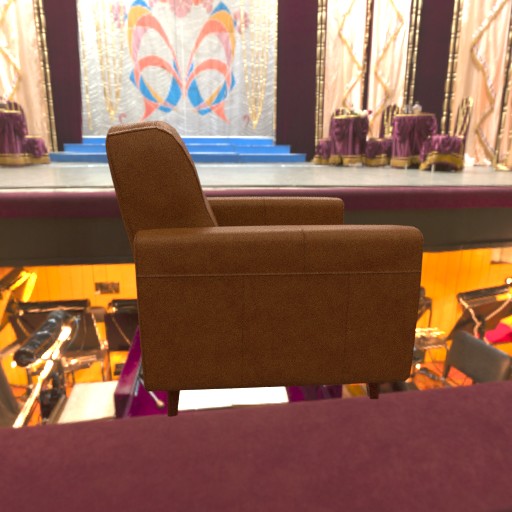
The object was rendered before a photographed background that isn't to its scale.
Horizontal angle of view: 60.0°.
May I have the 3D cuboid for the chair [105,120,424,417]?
[{"bbox_3d":[0.000,0.000,1.675,0.942,0.968,0.845,-2,15,-8],"label":"chair"}]
